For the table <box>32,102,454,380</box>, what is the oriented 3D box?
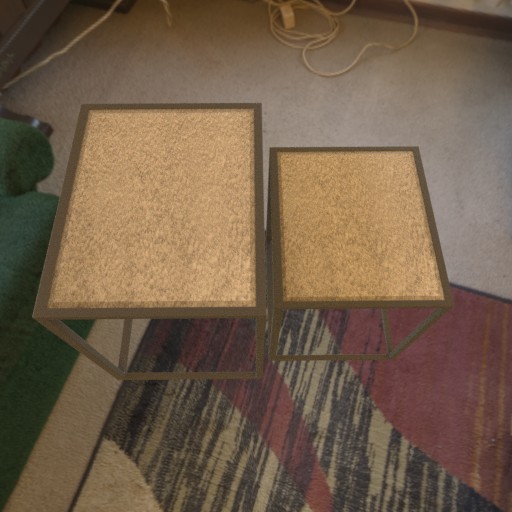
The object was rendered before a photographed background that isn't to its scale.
[{"bbox_3d":[0.000,0.000,1.133,0.788,0.540,0.508,0,63,0],"label":"table"}]
